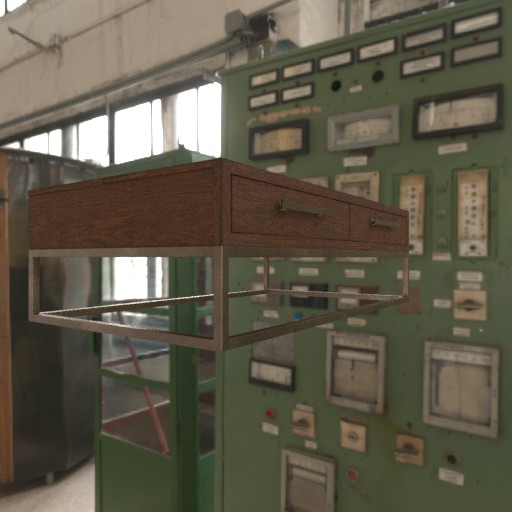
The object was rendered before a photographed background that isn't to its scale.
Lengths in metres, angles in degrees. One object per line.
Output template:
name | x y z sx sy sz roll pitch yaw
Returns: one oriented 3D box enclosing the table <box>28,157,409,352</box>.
table | 0.000 0.000 1.492 0.719 0.361 1.167 0 0 35
